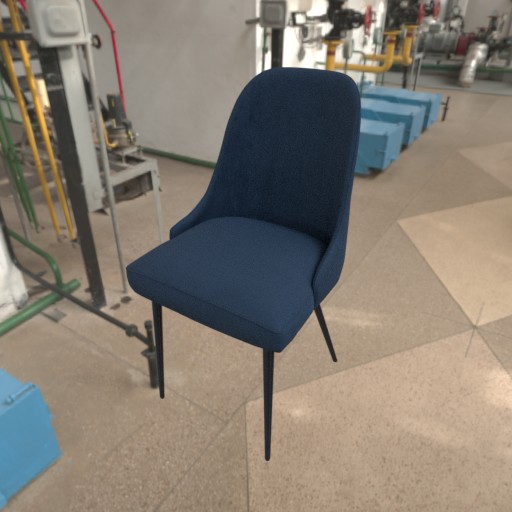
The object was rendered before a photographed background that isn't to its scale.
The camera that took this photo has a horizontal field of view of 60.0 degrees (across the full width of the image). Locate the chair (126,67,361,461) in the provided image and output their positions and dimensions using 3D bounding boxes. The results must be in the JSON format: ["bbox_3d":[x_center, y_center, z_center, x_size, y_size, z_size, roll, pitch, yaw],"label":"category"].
[{"bbox_3d":[0.000,0.000,1.221,0.478,0.896,0.559,19,35,28],"label":"chair"}]
